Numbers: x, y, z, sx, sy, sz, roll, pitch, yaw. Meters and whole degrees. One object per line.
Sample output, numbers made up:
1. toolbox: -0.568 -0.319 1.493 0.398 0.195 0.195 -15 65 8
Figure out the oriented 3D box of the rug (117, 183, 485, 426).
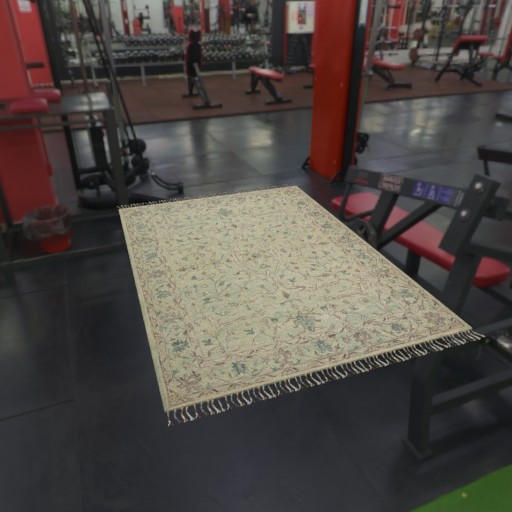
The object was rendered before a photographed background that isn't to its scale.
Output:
1. rug: 0.000 0.000 2.262 1.247 0.008 1.802 -10 31 -17
